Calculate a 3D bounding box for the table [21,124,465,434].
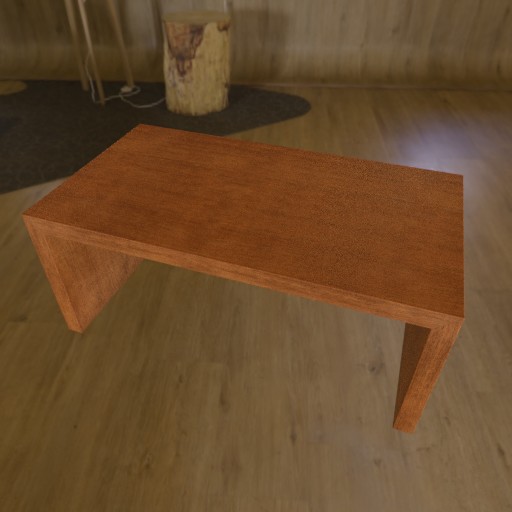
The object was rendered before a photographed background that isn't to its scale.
[{"bbox_3d":[0.000,0.000,1.266,1.000,0.419,0.549,13,42,15],"label":"table"}]
